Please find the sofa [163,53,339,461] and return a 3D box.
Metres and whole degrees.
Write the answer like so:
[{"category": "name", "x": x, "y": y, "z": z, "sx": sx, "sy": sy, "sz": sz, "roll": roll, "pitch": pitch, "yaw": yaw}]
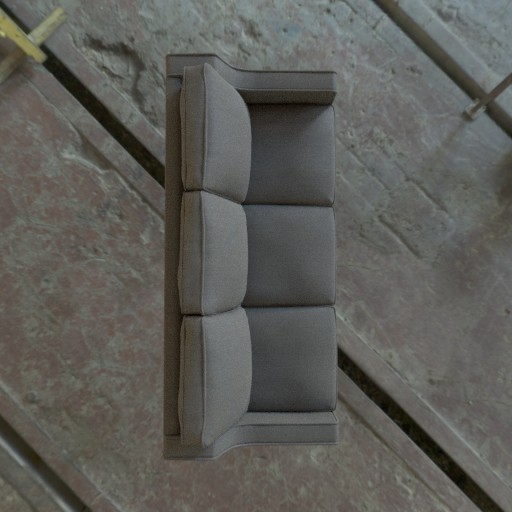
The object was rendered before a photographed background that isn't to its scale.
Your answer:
[{"category": "sofa", "x": 0.000, "y": 0.000, "z": 2.500, "sx": 0.911, "sy": 0.974, "sz": 1.986, "roll": 0, "pitch": 88, "yaw": 0}]
